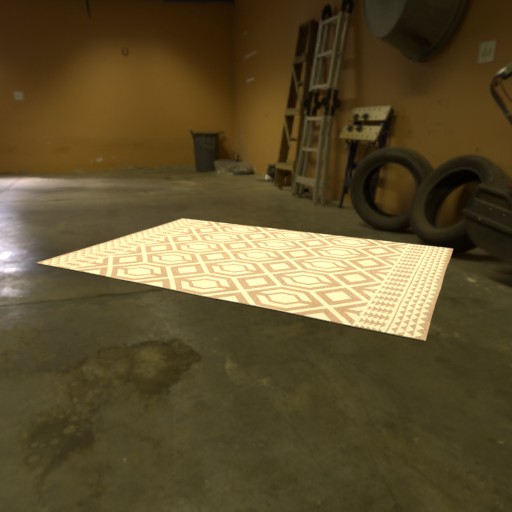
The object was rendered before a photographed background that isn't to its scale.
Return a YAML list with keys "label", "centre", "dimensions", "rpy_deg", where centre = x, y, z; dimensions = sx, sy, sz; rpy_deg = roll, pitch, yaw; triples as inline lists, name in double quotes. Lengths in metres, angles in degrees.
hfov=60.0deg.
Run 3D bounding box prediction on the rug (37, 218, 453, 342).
- label: "rug"
  centre: [0.000, 0.000, 2.329]
  dimensions: [1.829, 0.008, 1.219]
  rpy_deg: [8, 18, 26]
